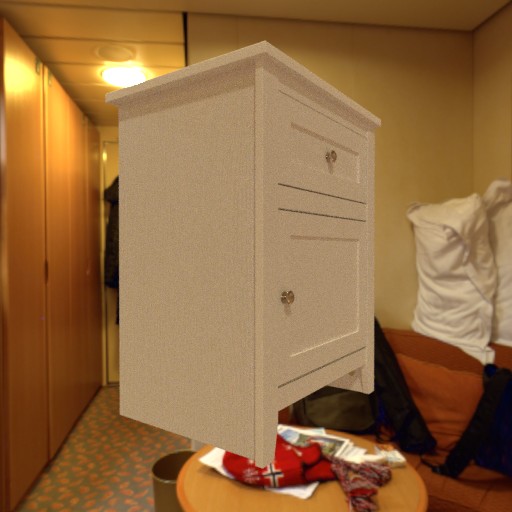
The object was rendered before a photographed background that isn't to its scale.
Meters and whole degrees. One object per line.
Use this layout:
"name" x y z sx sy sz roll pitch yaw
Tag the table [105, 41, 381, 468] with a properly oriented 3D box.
"table" 0.000 0.000 0.954 0.381 0.635 0.480 0 1 36
